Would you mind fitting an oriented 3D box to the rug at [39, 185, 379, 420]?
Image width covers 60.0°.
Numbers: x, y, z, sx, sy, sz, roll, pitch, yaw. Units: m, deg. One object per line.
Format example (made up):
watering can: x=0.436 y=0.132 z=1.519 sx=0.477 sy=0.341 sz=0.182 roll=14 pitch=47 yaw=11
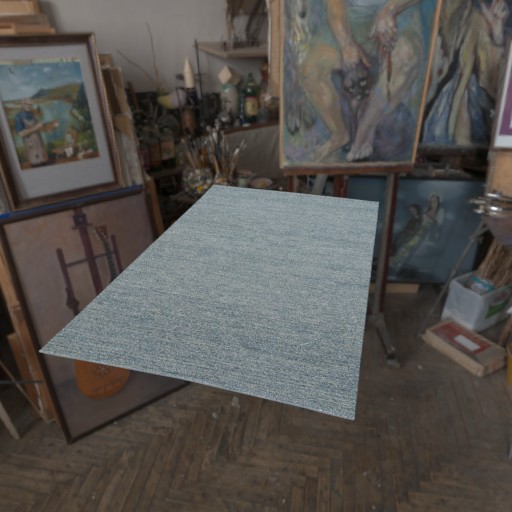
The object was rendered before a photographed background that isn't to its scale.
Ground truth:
rug: x=0.000 y=0.000 z=2.303 sx=1.174 sy=0.022 sz=1.853 roll=8 pitch=30 yaw=14
